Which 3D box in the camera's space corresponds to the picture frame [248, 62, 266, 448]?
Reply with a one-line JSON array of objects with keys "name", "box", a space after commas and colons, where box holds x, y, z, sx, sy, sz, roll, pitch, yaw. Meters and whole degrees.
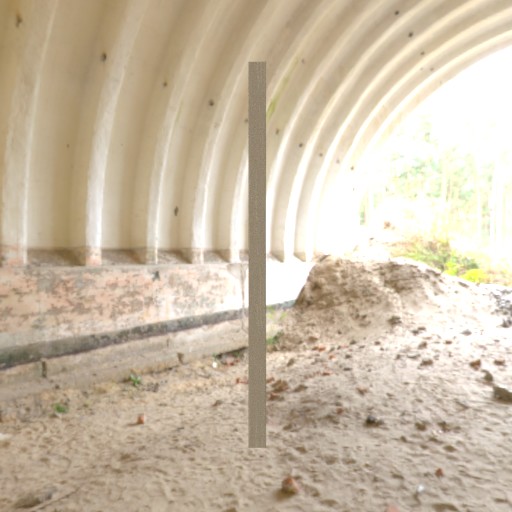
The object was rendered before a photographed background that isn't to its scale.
[{"name": "picture frame", "box": [0.000, 0.000, 1.209, 0.029, 0.640, 0.950, 0, 0, 0]}]
